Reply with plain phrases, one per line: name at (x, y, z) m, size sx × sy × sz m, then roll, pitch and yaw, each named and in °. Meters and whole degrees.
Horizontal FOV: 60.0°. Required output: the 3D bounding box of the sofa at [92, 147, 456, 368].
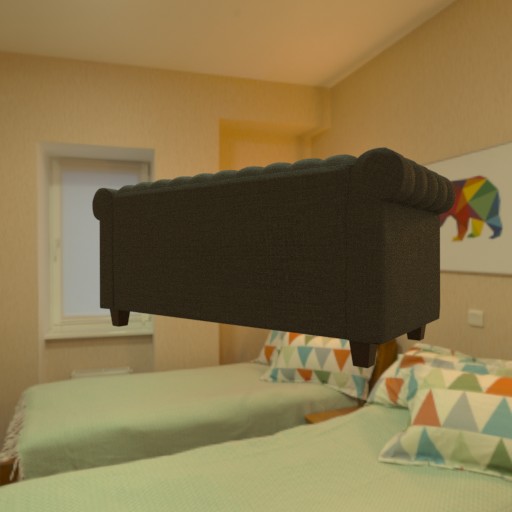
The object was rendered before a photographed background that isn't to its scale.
sofa at (0.000, 0.000, 2.322) m, size 1.798 × 0.797 × 0.783 m, roll 0°, pitch 1°, yaw 37°
